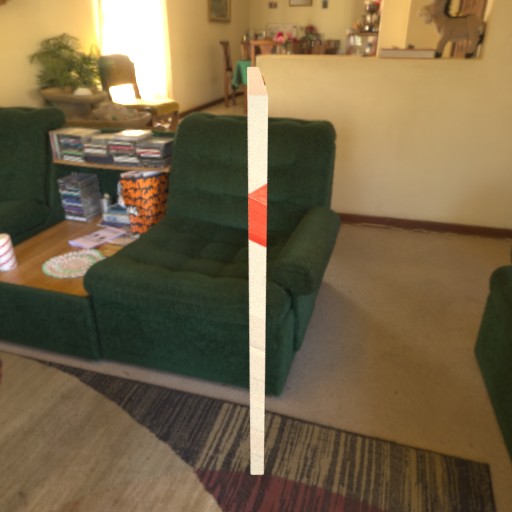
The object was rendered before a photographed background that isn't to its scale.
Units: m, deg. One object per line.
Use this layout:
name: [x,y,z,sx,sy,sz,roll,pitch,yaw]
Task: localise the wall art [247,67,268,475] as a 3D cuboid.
wall art: [0.000,0.000,1.127,0.036,0.848,0.613,0,27,-1]
